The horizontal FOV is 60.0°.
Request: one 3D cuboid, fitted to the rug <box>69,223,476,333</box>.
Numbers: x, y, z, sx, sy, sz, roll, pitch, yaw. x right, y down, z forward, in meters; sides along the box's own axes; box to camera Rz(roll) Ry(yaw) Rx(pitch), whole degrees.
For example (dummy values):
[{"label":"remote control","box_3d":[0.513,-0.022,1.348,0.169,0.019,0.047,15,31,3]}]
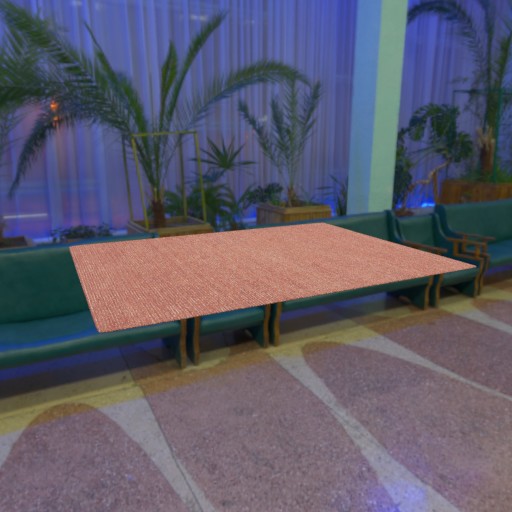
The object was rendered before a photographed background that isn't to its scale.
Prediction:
[{"label":"rug","box_3d":[0.000,0.000,2.827,2.112,0.009,1.594,-7,16,-25]}]
